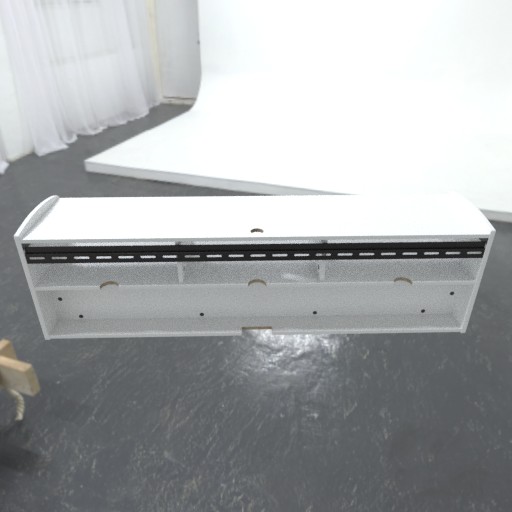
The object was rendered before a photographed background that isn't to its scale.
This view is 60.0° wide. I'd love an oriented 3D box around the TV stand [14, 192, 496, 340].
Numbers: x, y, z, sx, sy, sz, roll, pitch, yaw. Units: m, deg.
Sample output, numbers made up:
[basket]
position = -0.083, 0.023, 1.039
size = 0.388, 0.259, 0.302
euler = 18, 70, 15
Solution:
[TV stand]
position = 0.000, 0.000, 1.621
size = 1.473, 0.424, 0.397
euler = -1, 30, -1
